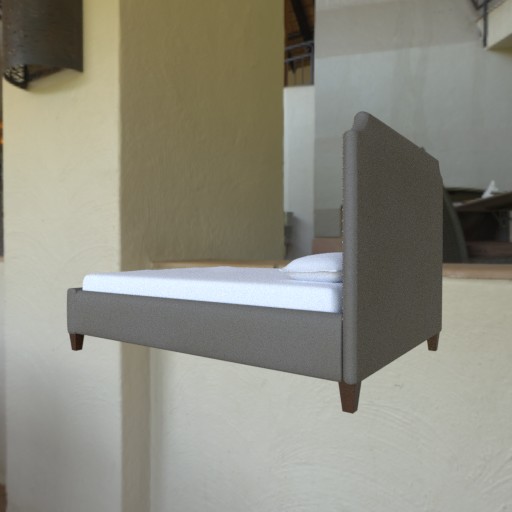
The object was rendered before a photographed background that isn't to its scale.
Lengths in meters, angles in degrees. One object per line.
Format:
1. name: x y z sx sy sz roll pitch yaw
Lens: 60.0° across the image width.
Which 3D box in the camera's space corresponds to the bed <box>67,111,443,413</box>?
1. bed: 0.000 0.000 3.380 2.372 1.443 1.712 1 1 35
